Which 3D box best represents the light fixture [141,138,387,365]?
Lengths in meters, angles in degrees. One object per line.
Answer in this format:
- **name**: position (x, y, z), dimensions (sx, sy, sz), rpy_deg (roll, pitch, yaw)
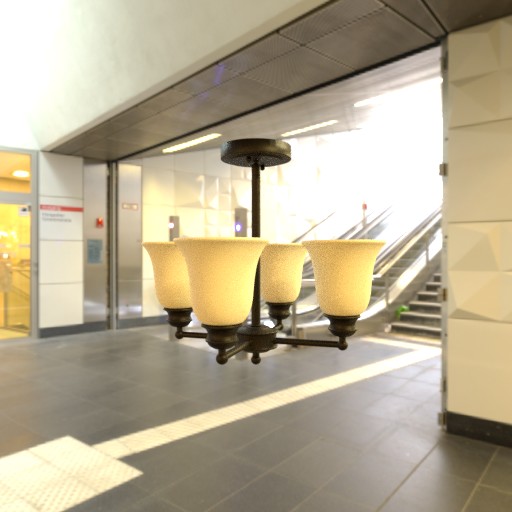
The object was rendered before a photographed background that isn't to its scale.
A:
- **light fixture**: position (0.000, 0.000, 1.889), dimensions (1.069, 0.925, 1.069), rpy_deg (0, 0, 19)
